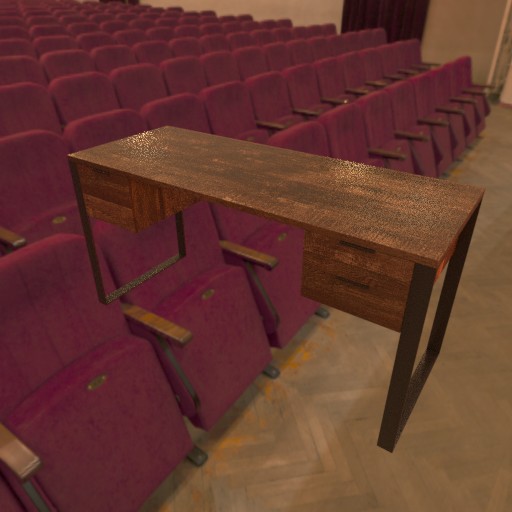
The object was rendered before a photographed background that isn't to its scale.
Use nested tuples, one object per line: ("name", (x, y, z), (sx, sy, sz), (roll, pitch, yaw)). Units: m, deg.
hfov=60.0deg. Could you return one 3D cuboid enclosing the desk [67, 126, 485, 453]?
("desk", (0.000, 0.000, 1.892), (1.524, 0.762, 0.599), (19, 35, 29))
